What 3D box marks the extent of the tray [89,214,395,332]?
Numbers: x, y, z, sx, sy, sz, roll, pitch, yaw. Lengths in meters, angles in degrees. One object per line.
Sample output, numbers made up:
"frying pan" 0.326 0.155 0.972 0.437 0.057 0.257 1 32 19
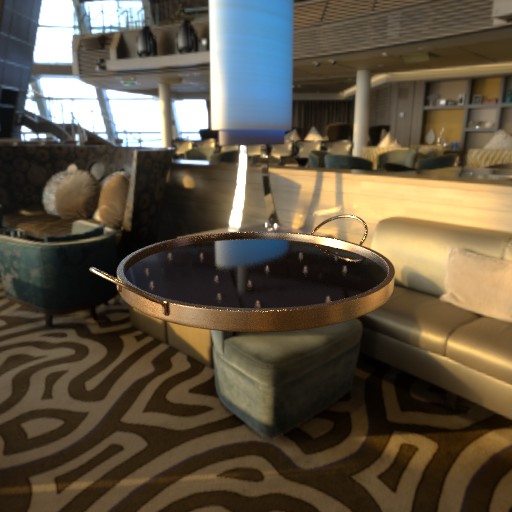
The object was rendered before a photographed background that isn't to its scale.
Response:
"tray" 0.000 0.000 0.728 0.543 0.069 0.438 -14 21 -42
